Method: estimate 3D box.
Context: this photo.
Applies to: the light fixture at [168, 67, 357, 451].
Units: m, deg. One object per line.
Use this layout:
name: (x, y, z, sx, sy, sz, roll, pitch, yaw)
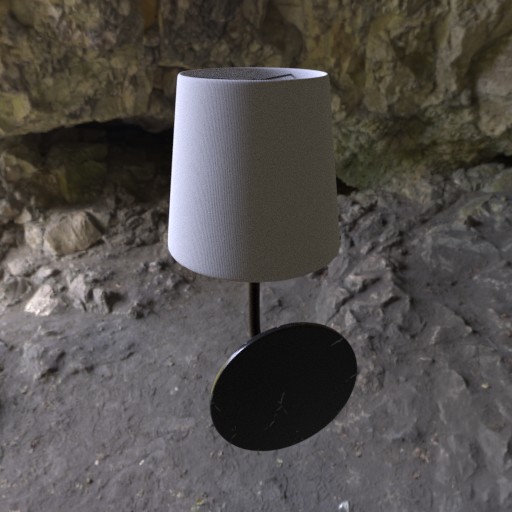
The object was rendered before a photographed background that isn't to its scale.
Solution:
light fixture: (0.000, 0.000, 0.442, 0.168, 0.337, 0.188, -8, 28, -16)
